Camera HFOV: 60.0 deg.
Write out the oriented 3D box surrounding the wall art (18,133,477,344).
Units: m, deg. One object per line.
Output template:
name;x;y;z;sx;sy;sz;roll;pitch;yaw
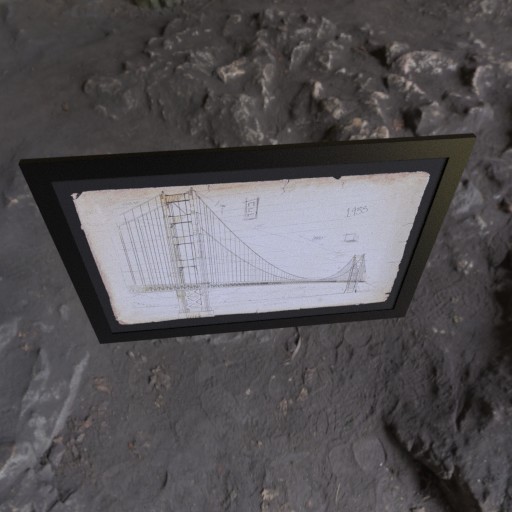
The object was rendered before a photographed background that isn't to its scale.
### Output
wall art;0.000;0.000;0.799;0.660;0.447;0.013;-4;46;-4
